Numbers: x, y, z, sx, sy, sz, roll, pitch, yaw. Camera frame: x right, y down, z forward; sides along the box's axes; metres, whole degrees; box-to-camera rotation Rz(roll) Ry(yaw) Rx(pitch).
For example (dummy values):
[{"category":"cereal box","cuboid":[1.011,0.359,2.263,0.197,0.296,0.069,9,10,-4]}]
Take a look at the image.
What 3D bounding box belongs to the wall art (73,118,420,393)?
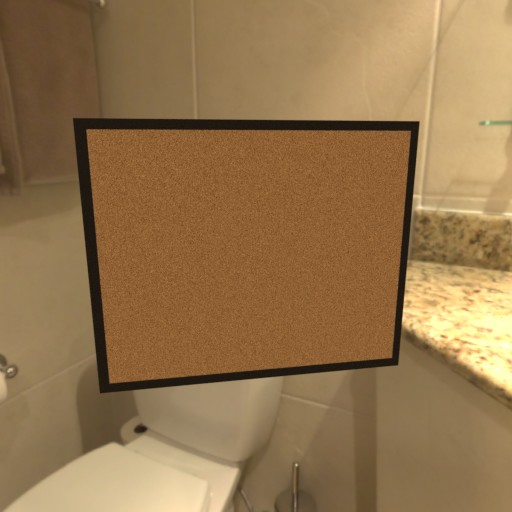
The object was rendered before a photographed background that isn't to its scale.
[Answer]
[{"category":"wall art","cuboid":[0.000,0.000,0.554,0.397,0.325,0.028,-3,15,-10]}]
